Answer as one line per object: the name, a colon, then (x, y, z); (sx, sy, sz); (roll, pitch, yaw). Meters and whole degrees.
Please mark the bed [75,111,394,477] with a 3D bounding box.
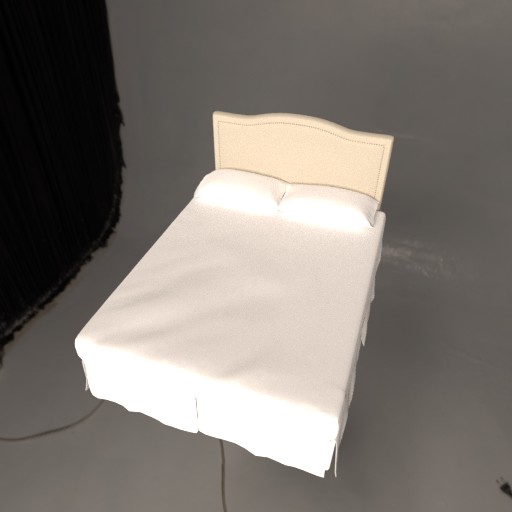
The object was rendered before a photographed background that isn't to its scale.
bed: (0.000, 0.000, 3.602); (1.977, 1.437, 2.477); (13, 42, 15)
